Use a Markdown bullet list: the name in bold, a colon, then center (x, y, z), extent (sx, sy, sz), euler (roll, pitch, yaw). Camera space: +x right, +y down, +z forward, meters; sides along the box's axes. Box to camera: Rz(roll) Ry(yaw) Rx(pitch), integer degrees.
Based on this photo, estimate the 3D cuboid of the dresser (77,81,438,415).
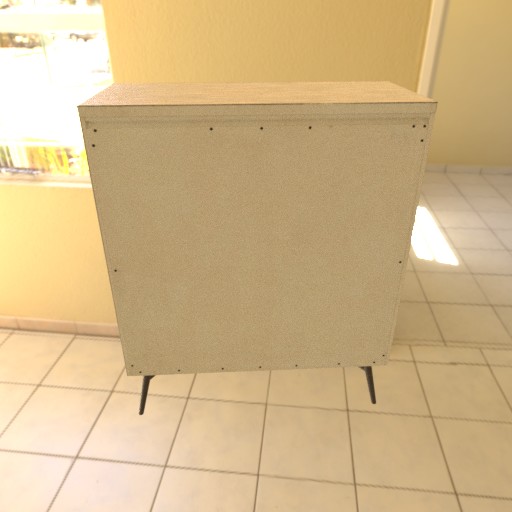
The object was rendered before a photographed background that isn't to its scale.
- **dresser**: center (0.000, 0.000, 1.732), extent (1.016, 1.219, 0.457), euler (-2, 29, -3)
